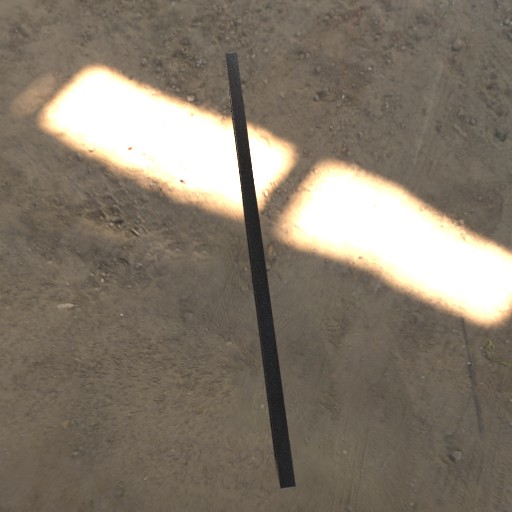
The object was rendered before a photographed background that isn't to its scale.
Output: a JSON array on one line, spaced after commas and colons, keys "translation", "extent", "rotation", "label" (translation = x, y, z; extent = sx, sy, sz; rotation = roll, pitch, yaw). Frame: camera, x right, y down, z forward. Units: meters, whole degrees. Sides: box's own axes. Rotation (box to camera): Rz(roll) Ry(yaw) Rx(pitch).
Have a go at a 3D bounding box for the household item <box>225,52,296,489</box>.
[{"translation": [0.000, 0.000, 1.101], "extent": [0.030, 0.236, 1.001], "rotation": [-7, 75, -2], "label": "household item"}]
